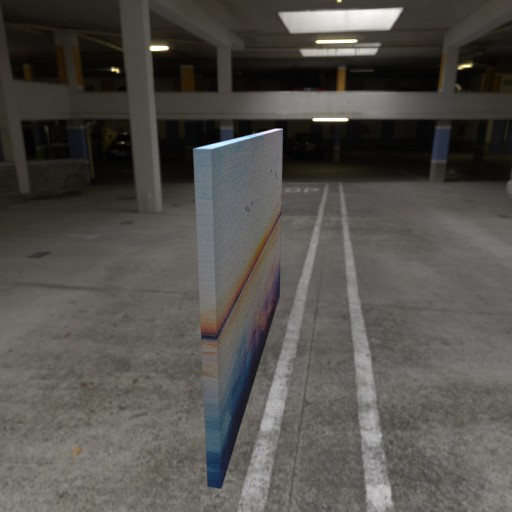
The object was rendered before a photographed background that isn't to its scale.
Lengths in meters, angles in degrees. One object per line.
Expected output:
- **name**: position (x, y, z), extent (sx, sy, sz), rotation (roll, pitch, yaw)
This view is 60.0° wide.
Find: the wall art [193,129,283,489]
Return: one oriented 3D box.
- **wall art**: position (0.000, 0.000, 0.760), extent (0.018, 0.402, 0.604), rotation (3, 18, 9)
